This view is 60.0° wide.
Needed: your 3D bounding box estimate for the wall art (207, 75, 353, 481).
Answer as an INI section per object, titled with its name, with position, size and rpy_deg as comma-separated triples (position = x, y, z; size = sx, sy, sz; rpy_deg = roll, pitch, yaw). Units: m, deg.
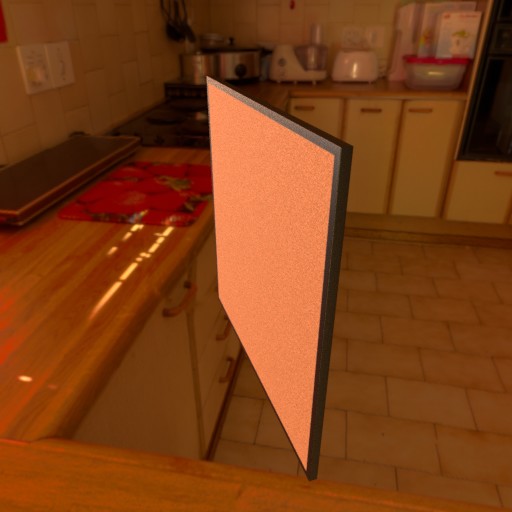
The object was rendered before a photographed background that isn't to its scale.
[wall art]
position = 0.000, 0.000, 0.677
size = 0.012, 0.458, 0.457
rpy_deg = -10, 31, -17
